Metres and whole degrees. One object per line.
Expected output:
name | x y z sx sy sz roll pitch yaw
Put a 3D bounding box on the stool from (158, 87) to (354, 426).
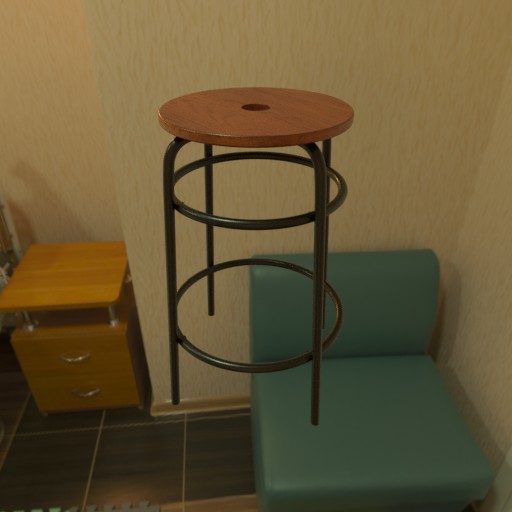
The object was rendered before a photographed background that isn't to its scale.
stool | 0.000 0.000 0.931 0.455 0.610 0.455 -20 38 -29
